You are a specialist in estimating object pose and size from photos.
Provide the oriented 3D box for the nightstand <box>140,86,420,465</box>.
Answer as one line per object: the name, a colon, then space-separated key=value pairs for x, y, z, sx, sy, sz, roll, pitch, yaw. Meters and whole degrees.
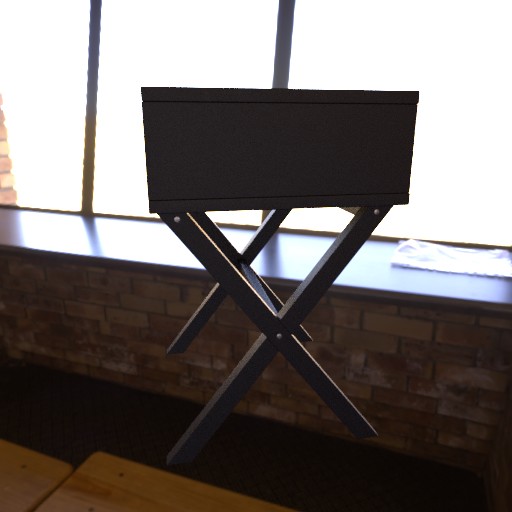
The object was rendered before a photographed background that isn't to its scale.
nightstand: x=0.000 y=0.000 z=0.929 sx=0.402 sy=0.623 sz=0.479 roll=-3 pitch=17 yaw=-11
